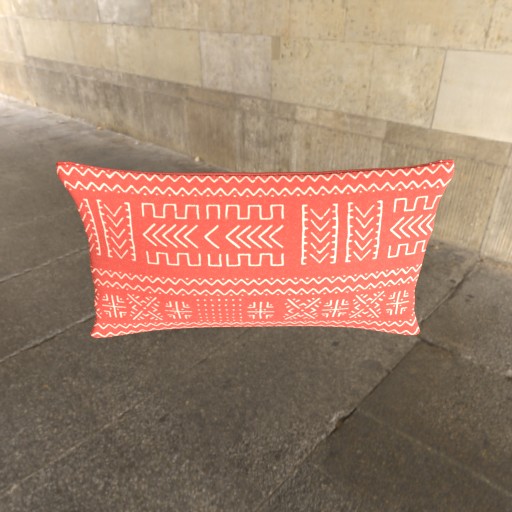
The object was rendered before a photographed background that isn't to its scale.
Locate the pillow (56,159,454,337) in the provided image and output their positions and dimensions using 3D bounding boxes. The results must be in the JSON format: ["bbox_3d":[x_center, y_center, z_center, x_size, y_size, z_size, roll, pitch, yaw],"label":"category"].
[{"bbox_3d":[0.000,0.000,0.788,0.640,0.352,0.130,-1,31,-1],"label":"pillow"}]
